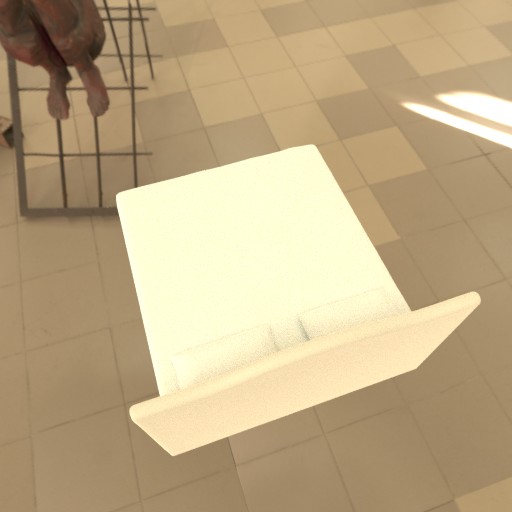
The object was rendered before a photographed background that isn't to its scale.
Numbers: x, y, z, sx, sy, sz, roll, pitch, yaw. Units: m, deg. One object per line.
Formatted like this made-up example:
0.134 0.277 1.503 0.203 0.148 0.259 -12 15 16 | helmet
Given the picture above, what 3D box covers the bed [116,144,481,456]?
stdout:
0.000 0.000 3.470 2.083 1.421 2.182 -16 60 -10 | bed
